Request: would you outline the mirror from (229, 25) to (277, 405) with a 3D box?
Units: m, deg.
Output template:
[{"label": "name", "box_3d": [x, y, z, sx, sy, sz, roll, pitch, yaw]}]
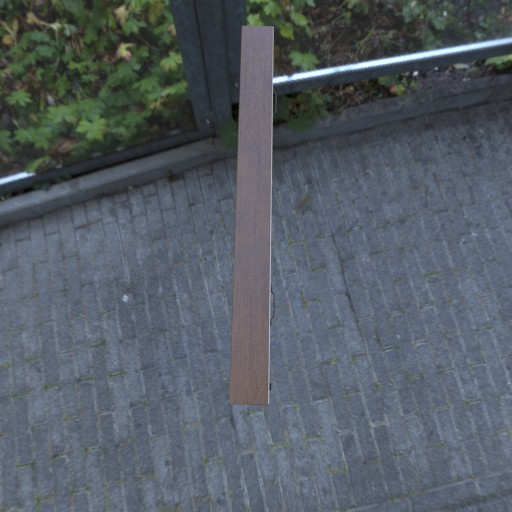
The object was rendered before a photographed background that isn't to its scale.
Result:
[{"label": "mirror", "box_3d": [0.000, 0.000, 0.694, 0.041, 0.508, 0.405, 1, 76, 0]}]
